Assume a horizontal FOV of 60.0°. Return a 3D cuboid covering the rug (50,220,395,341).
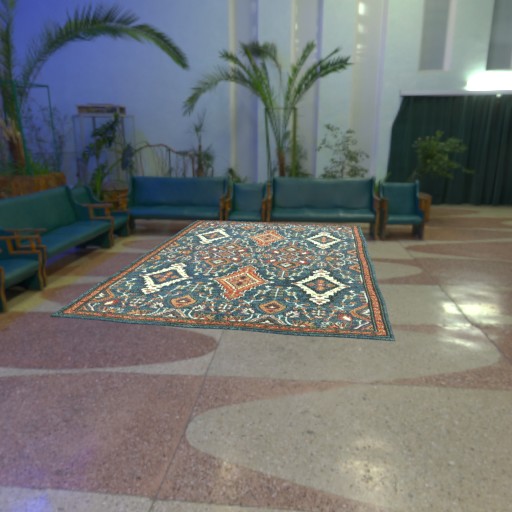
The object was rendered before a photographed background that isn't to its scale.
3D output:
[{"bbox_3d":[0.000,0.000,4.290,2.190,0.008,3.371,3,16,9],"label":"rug"}]
